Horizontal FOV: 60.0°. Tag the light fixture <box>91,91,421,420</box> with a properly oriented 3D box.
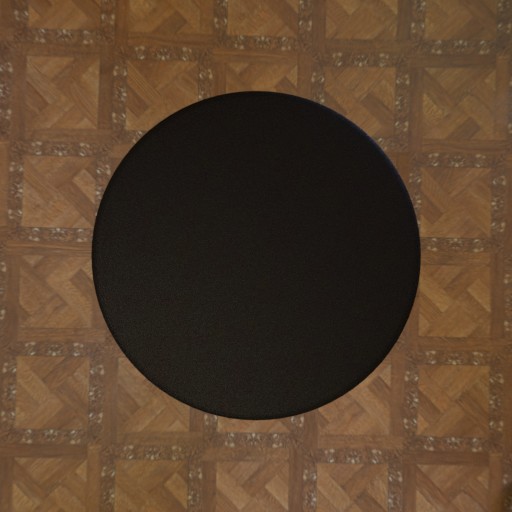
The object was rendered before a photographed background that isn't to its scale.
[{"bbox_3d":[0.000,0.000,0.635,0.389,0.229,0.389,0,89,0],"label":"light fixture"}]
